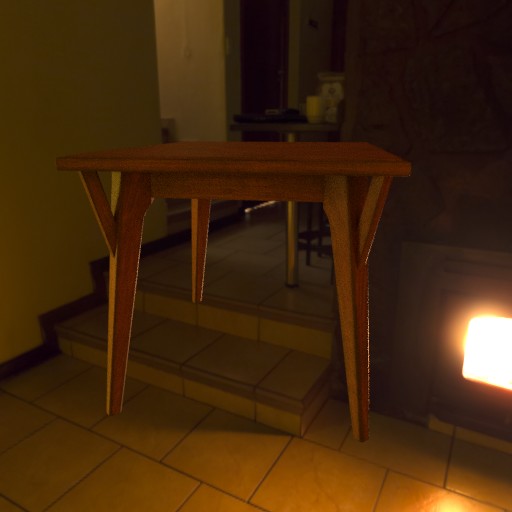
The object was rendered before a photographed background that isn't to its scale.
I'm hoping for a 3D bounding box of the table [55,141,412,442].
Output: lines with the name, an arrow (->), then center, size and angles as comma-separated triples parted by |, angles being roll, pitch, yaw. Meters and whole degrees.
table -> 0.000, 0.000, 1.595 | 0.838, 0.761, 0.991 | 3, 17, 9
